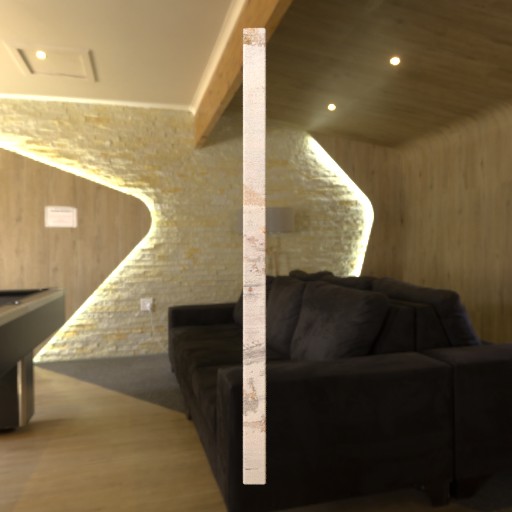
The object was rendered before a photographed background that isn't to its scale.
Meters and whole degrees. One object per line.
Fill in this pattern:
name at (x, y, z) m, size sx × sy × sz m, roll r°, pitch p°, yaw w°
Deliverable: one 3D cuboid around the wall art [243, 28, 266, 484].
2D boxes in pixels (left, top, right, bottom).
wall art at (0.000, 0.000, 1.109) m, size 0.038 × 0.755 × 0.753 m, roll 0°, pitch 0°, yaw 0°
